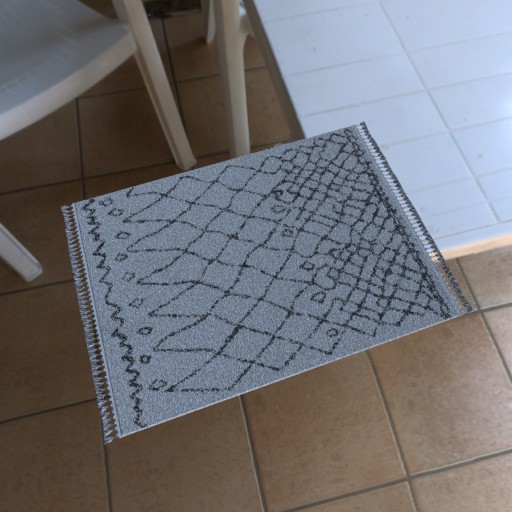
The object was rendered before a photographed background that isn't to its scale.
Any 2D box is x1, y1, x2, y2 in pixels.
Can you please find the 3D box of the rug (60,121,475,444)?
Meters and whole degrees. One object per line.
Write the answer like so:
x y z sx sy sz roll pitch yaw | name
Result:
0.000 0.000 2.911 2.312 0.017 1.613 -17 66 -8 | rug
